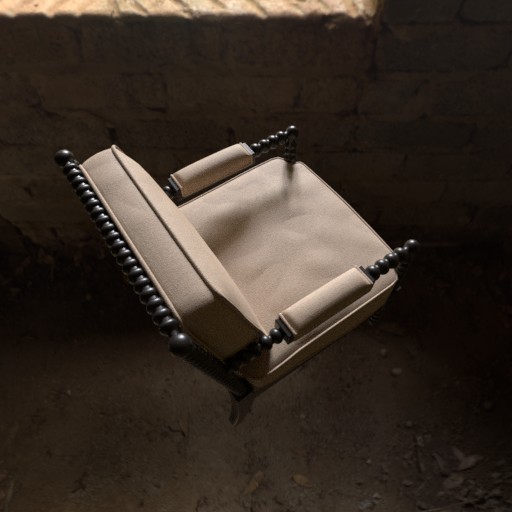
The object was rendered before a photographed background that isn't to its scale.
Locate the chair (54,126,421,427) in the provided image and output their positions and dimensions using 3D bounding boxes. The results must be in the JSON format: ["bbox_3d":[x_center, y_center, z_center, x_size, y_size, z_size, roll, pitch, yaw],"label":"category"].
[{"bbox_3d":[0.000,0.000,1.171,0.657,0.703,0.555,-30,62,-18],"label":"chair"}]
